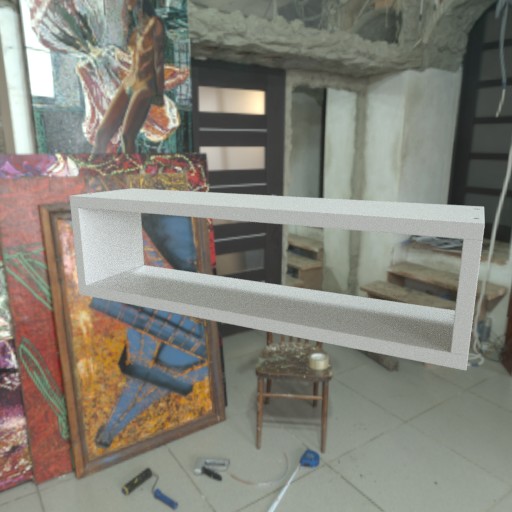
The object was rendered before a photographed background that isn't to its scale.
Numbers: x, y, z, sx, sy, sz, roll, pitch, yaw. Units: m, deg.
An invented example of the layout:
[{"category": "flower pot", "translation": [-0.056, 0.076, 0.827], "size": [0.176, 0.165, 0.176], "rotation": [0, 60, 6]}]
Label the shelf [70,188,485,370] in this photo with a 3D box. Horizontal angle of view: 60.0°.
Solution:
[{"category": "shelf", "translation": [0.000, 0.000, 0.682], "size": [0.610, 0.170, 0.150], "rotation": [7, 15, 25]}]
